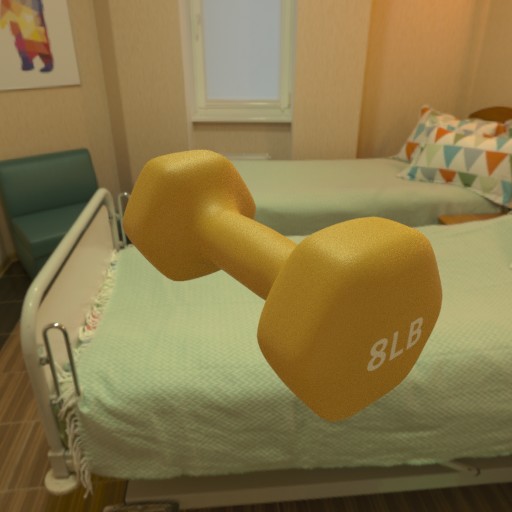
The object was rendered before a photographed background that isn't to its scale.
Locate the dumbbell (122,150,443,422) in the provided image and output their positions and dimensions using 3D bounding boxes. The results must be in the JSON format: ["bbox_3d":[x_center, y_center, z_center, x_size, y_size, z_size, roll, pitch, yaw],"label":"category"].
[{"bbox_3d":[0.000,0.000,0.243,0.090,0.082,0.190,-18,32,-31],"label":"dumbbell"}]
